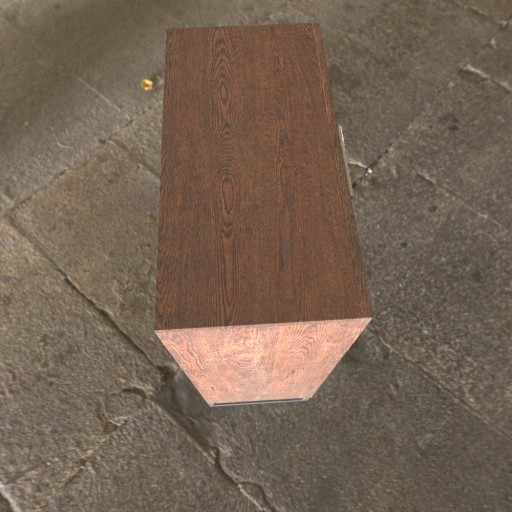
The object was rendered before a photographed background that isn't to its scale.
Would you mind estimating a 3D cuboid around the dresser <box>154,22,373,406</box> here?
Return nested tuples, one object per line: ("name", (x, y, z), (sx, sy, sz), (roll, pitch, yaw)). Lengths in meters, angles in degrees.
("dresser", (0.000, 0.000, 1.770), (0.508, 1.321, 0.965), (-3, 64, -1))
